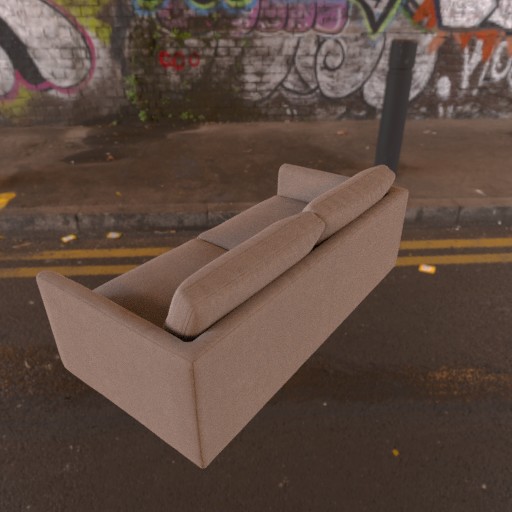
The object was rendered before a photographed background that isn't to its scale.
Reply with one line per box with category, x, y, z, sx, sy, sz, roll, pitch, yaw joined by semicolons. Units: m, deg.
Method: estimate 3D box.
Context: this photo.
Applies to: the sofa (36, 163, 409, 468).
sofa;0.000;0.000;2.796;1.090;0.838;2.588;20;35;32
